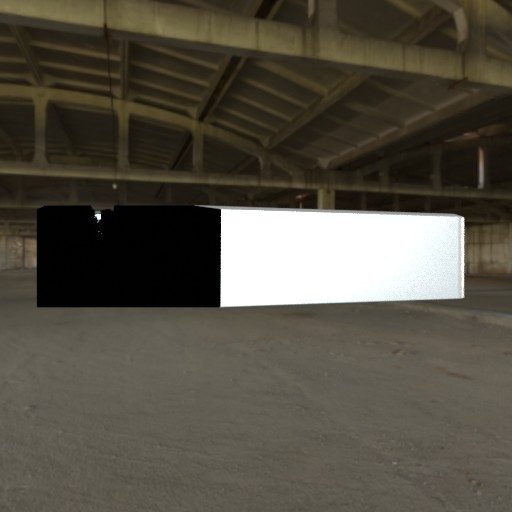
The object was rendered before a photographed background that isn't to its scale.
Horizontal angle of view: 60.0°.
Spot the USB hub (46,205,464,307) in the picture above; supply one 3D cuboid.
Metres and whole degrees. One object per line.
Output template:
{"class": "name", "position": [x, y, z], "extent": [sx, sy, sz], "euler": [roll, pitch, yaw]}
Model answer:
{"class": "USB hub", "position": [0.000, 0.000, 0.126], "extent": [0.110, 0.023, 0.044], "euler": [0, 0, -17]}
